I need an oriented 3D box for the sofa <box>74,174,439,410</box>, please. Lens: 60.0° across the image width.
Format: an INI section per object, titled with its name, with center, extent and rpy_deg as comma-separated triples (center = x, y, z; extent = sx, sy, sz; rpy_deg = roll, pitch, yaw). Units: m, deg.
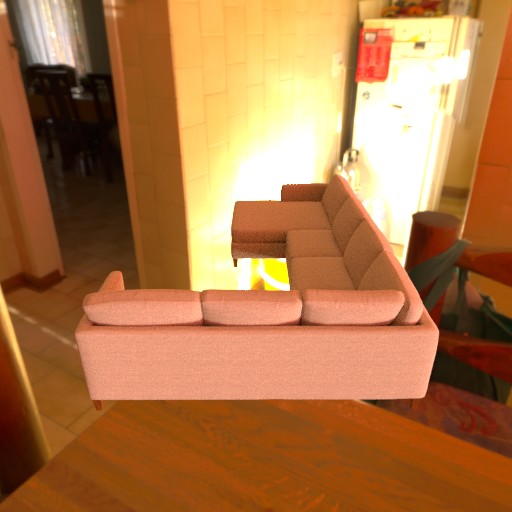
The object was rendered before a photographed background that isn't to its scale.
[sofa]
center = 0.000, 0.000, 4.715
extent = 2.594, 0.961, 3.460
rpy_deg = 0, 27, 0
